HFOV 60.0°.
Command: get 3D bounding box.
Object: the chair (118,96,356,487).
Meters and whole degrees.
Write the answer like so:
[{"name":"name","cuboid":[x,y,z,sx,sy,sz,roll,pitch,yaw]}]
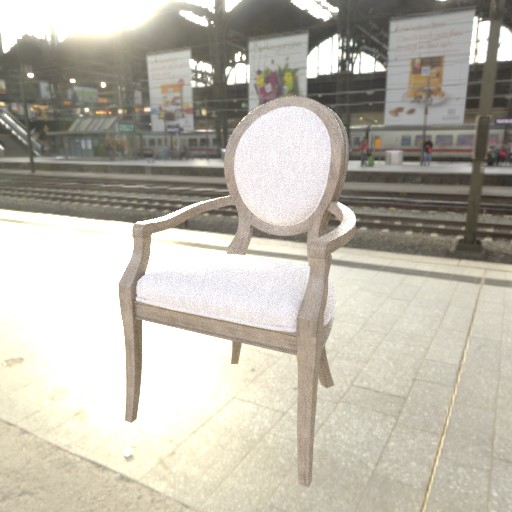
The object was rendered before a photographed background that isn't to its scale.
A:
[{"name":"chair","cuboid":[0.000,0.000,1.383,0.611,0.991,0.602,7,16,26]}]
